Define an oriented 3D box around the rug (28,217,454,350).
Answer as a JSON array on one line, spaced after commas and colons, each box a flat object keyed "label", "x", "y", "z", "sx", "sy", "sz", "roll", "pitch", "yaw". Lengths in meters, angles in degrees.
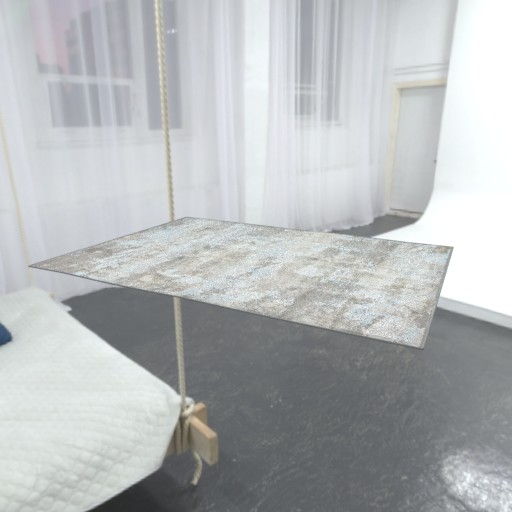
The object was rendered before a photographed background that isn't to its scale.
[{"label": "rug", "x": 0.000, "y": 0.000, "z": 4.206, "sx": 3.307, "sy": 0.013, "sz": 2.393, "roll": 8, "pitch": 19, "yaw": 26}]
